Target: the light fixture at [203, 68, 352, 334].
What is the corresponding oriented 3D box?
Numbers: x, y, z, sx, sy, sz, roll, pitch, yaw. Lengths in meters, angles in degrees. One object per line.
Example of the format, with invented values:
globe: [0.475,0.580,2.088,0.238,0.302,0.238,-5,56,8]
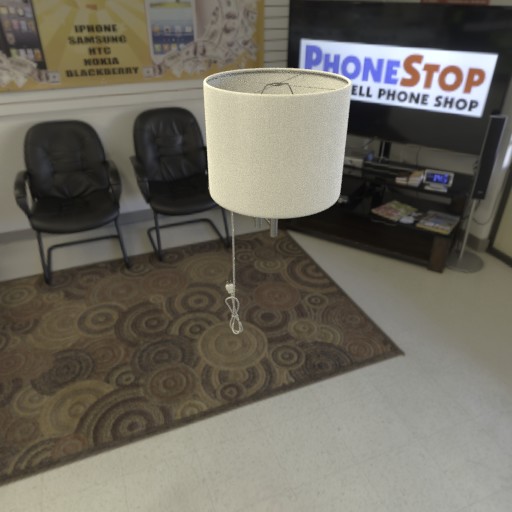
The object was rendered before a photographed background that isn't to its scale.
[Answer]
light fixture: [0.000,0.000,1.073,0.253,0.842,0.479,-10,33,-16]
